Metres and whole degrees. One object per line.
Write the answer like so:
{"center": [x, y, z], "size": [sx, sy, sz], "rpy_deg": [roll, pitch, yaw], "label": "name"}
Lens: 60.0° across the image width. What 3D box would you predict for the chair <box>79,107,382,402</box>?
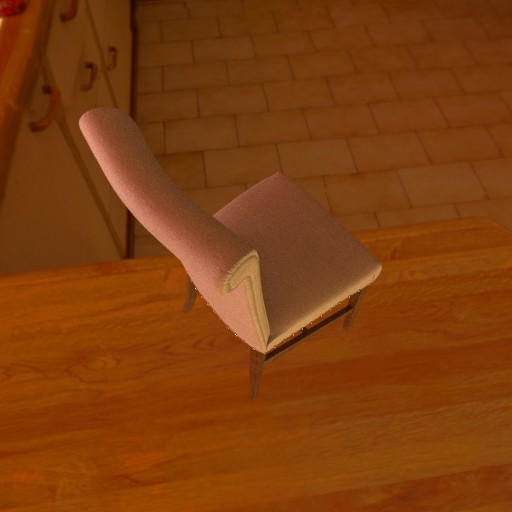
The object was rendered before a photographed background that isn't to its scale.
{"center": [0.000, 0.000, 1.305], "size": [0.608, 0.988, 0.513], "rpy_deg": [-33, 63, -20], "label": "chair"}
